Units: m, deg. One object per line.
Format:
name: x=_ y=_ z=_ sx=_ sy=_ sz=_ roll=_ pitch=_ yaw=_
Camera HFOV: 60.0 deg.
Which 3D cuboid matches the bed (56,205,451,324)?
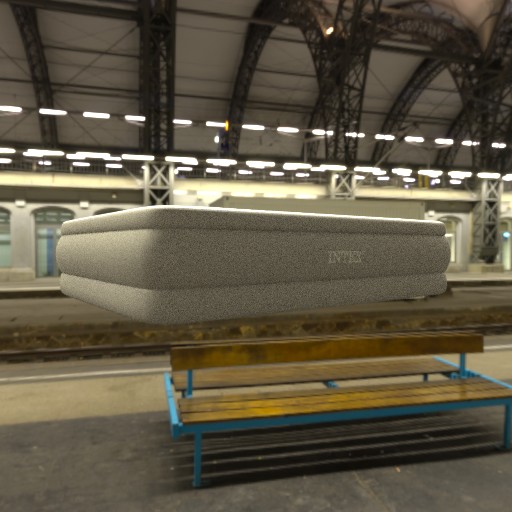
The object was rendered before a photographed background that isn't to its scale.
bed: x=0.000 y=0.000 z=2.709 sx=2.036 sy=0.460 sz=1.520 roll=-1 pitch=2 yaw=-37
